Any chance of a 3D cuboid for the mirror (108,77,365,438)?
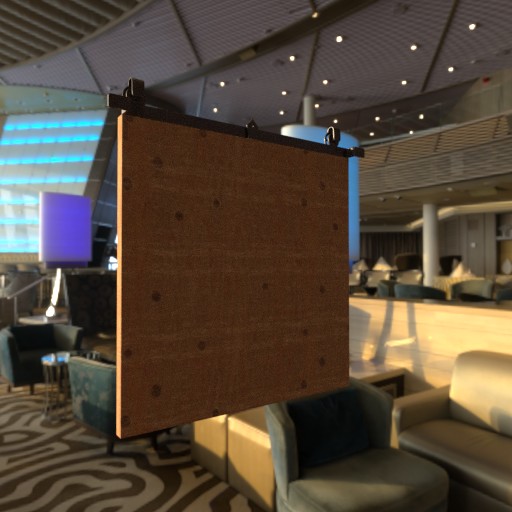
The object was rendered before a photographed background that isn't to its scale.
[{"bbox_3d":[0.000,0.000,1.190,0.805,0.800,0.054,1,-1,-35],"label":"mirror"}]
